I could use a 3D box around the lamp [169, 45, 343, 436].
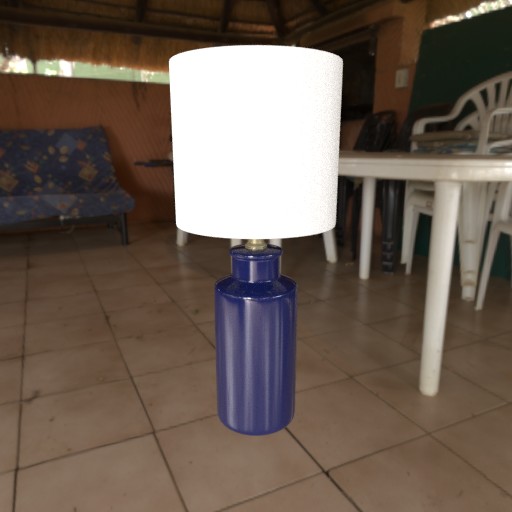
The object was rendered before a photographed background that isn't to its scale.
[{"bbox_3d":[0.000,0.000,0.611,0.212,0.493,0.212,-7,16,-26],"label":"lamp"}]
